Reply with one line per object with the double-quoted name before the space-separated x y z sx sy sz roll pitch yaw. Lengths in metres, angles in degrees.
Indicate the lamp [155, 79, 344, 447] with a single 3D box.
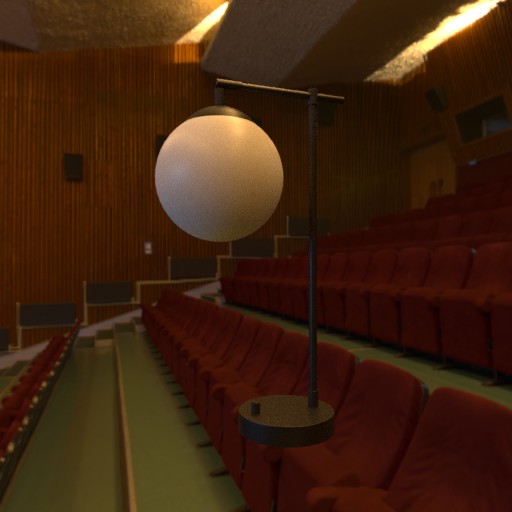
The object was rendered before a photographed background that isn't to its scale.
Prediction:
"lamp" 0.000 0.000 0.708 0.316 0.559 0.197 0 -1 -19
